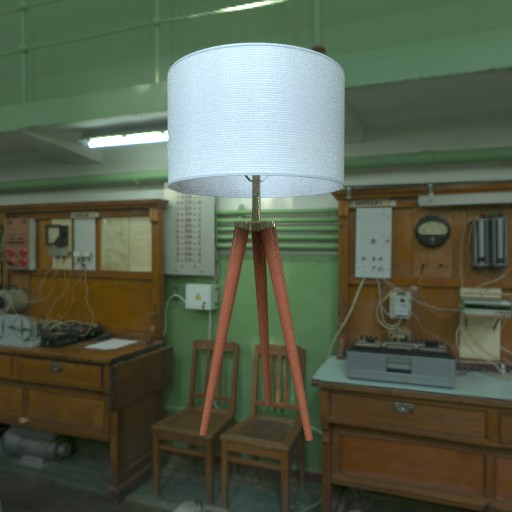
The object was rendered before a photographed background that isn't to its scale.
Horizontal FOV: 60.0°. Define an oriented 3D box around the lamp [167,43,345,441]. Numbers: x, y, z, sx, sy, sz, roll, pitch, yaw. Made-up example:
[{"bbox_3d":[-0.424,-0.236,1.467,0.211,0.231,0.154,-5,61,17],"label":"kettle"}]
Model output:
[{"bbox_3d":[0.000,0.000,0.913,0.355,0.709,0.354,0,2,19],"label":"lamp"}]
